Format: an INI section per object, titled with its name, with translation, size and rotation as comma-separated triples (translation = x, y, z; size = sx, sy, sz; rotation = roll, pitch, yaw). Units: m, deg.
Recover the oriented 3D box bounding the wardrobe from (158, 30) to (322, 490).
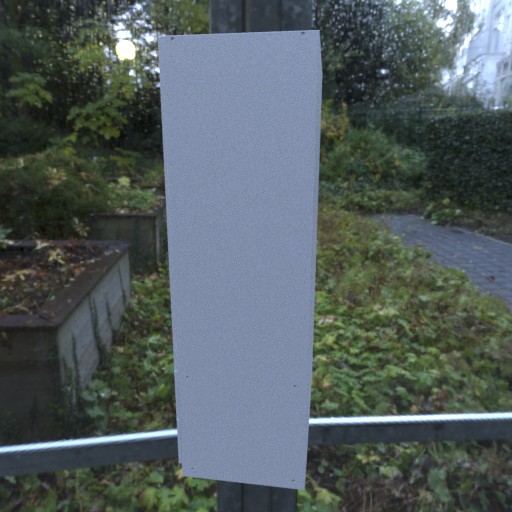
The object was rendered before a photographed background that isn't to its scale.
[wardrobe]
translation = 0.000, 0.000, 2.201
size = 0.577, 1.808, 0.991
rotation = 2, 14, 9
